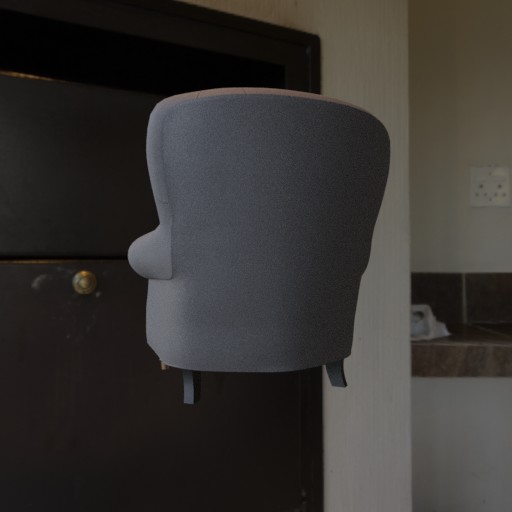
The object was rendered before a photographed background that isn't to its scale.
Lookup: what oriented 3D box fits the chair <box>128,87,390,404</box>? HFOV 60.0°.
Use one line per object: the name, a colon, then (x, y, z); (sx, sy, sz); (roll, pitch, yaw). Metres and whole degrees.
chair: (0.000, 0.000, 1.827); (0.983, 1.046, 0.983); (0, -1, -20)
